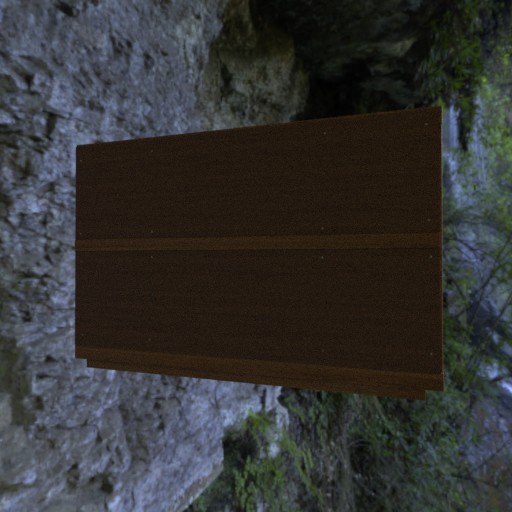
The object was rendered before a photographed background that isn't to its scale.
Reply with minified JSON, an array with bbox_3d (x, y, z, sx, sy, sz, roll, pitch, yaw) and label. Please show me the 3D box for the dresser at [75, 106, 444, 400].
[{"bbox_3d":[0.000,0.000,1.652,1.261,0.825,0.479,0,-1,20],"label":"dresser"}]
